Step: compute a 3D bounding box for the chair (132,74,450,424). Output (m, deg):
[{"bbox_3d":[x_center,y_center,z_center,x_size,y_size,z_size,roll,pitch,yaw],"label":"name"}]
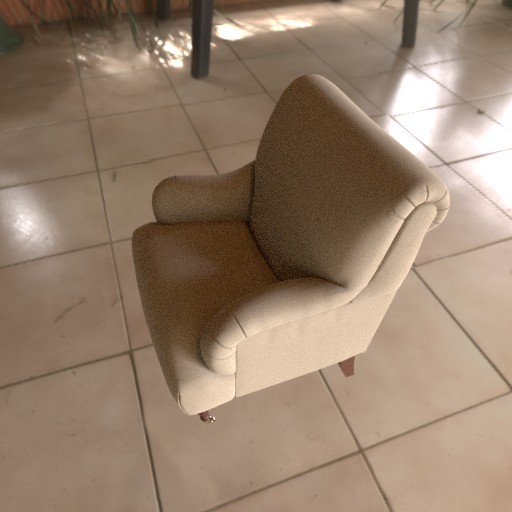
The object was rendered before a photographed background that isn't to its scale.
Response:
[{"bbox_3d":[0.000,0.000,1.564,0.842,0.942,0.766,-15,48,-14],"label":"chair"}]
